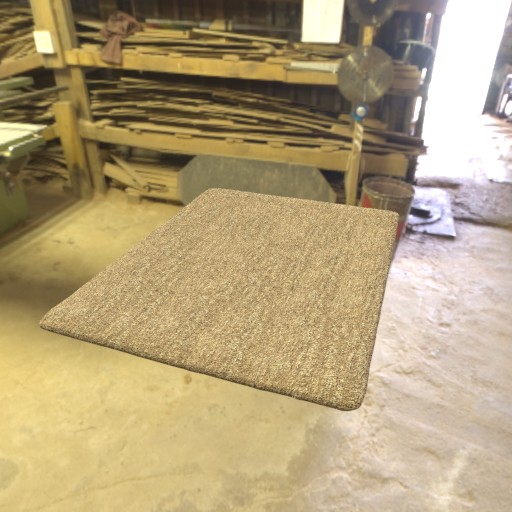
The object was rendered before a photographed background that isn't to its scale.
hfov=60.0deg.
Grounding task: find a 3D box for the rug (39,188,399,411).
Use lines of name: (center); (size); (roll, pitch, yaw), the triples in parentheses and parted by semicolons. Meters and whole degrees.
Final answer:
rug: (0.000, 0.000, 3.874); (2.242, 0.050, 2.873); (10, 31, 17)
